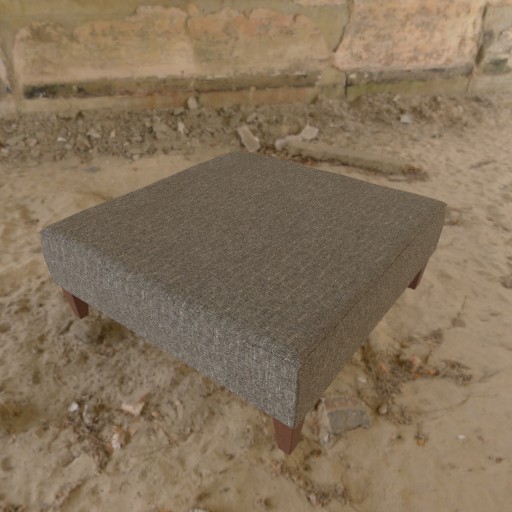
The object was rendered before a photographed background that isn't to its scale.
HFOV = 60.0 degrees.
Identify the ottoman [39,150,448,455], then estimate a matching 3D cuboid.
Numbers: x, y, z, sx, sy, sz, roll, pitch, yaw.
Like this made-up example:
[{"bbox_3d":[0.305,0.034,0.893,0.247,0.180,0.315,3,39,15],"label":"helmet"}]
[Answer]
[{"bbox_3d":[0.000,0.000,1.554,0.981,0.379,1.016,22,38,31],"label":"ottoman"}]
